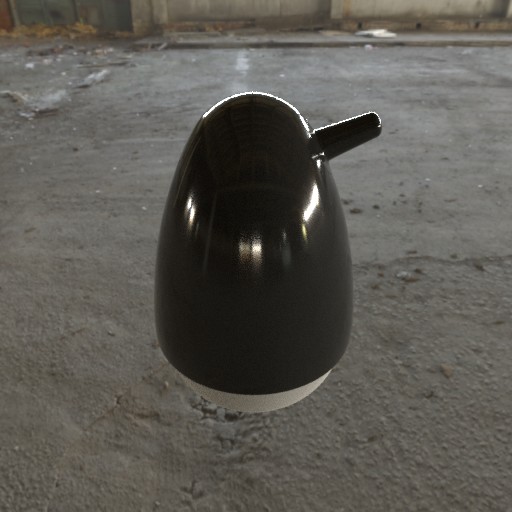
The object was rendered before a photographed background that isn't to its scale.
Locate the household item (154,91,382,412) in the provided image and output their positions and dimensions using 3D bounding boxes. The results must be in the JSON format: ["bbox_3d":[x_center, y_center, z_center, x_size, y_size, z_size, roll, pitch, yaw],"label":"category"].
[{"bbox_3d":[0.000,0.000,0.215,0.104,0.152,0.102,0,31,-1],"label":"household item"}]
